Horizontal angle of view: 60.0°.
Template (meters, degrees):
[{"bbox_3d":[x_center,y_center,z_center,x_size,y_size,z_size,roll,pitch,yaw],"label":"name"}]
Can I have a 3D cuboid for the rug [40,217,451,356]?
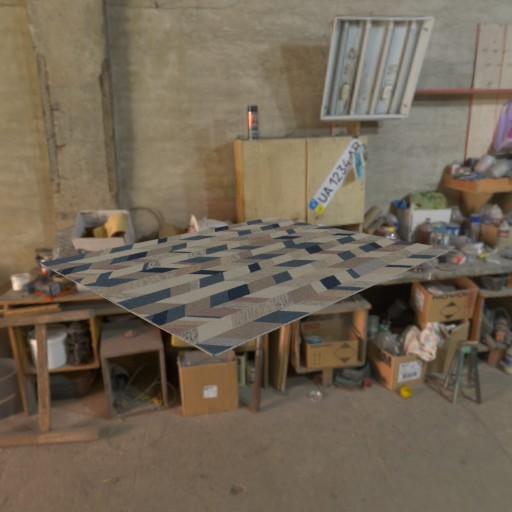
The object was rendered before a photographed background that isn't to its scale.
[{"bbox_3d":[0.000,0.000,4.204,2.451,0.011,3.072,15,22,43],"label":"rug"}]
